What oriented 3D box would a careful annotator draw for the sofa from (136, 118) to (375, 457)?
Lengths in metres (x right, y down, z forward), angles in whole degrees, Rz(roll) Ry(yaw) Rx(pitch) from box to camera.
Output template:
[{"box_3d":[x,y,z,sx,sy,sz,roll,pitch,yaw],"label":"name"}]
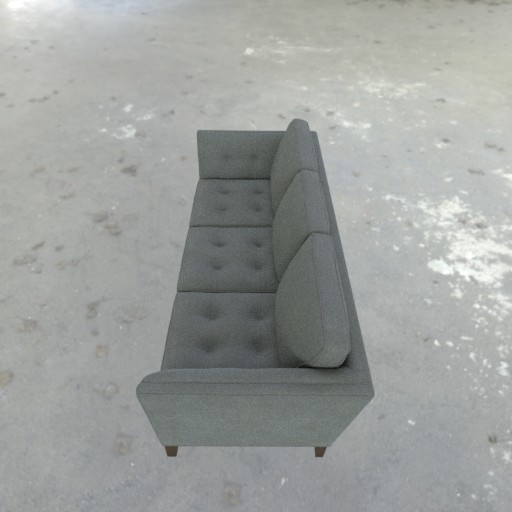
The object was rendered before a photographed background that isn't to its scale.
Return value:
[{"box_3d":[0.000,0.000,2.860,0.965,0.940,2.387,0,41,0],"label":"sofa"}]
